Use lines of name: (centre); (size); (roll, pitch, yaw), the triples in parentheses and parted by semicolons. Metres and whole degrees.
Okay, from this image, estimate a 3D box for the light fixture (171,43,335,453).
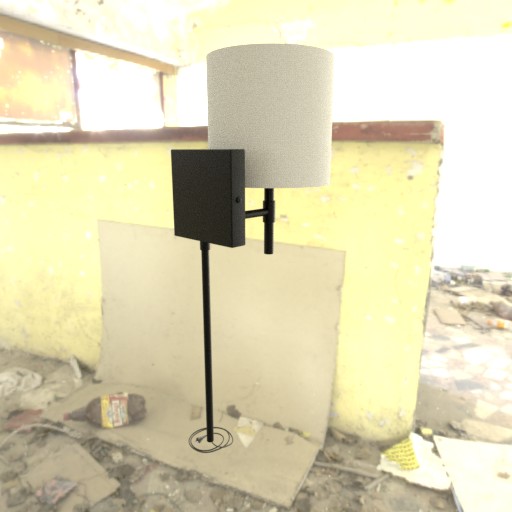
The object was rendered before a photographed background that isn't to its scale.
light fixture: (0.000, 0.000, 0.700); (0.188, 0.589, 0.248); (12, 18, 42)
